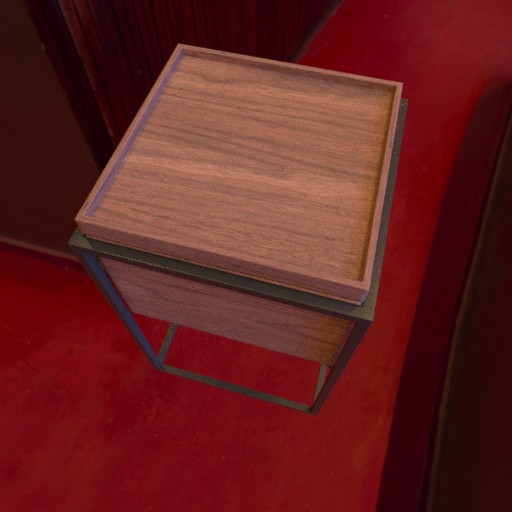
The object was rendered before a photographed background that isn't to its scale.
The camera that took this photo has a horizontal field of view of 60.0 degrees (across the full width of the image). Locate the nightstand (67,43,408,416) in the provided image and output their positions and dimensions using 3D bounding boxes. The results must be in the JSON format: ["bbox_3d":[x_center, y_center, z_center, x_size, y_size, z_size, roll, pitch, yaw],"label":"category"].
[{"bbox_3d":[0.000,0.000,0.871,0.397,0.607,0.397,14,60,8],"label":"nightstand"}]
